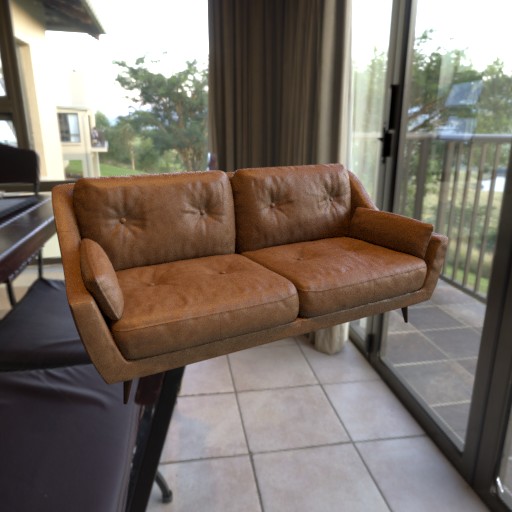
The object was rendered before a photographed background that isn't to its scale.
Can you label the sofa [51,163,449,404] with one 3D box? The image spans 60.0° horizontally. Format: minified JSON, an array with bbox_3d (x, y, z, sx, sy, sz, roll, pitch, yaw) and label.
[{"bbox_3d":[0.000,0.000,2.314,1.902,0.839,0.904,-9,19,-27],"label":"sofa"}]
